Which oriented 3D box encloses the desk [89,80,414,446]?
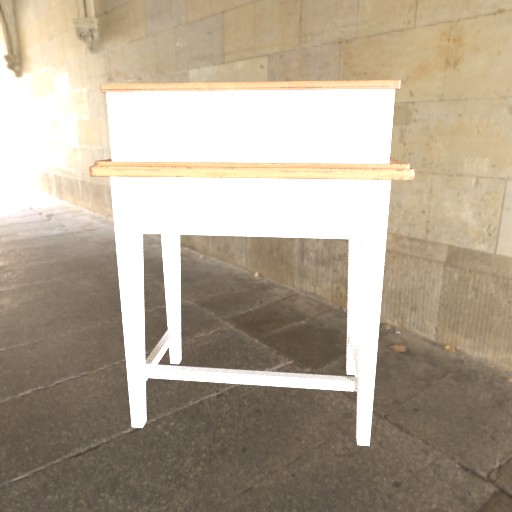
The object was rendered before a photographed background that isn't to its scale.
[{"bbox_3d":[0.000,0.000,1.397,0.814,0.981,0.462,2,16,7],"label":"desk"}]
